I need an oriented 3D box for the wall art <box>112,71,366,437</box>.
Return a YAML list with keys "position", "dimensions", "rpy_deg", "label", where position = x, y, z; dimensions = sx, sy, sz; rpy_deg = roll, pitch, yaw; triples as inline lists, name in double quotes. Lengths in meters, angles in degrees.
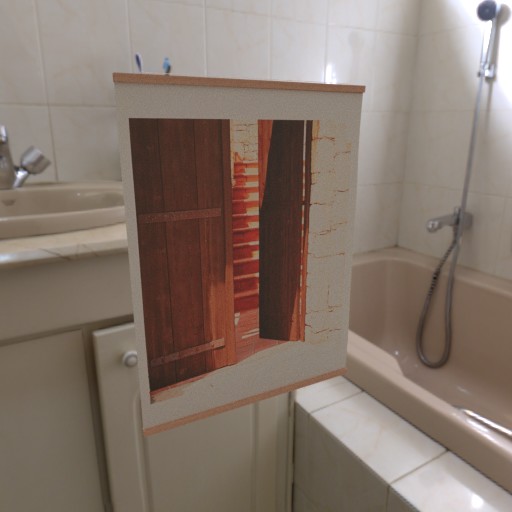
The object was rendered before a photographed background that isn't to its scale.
- position: [0.000, 0.000, 1.351]
  dimensions: [0.758, 1.013, 0.020]
  rpy_deg: [-8, 18, -27]
  label: "wall art"
